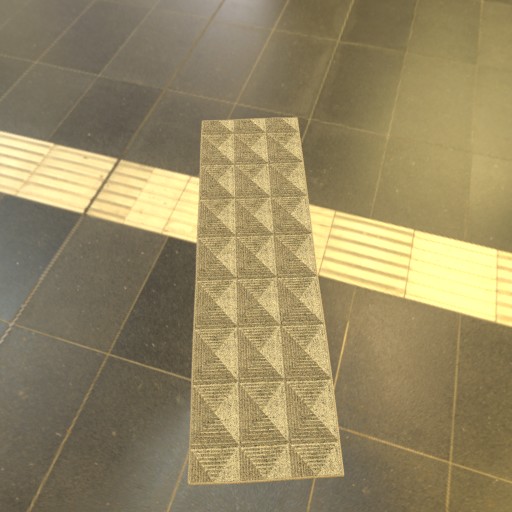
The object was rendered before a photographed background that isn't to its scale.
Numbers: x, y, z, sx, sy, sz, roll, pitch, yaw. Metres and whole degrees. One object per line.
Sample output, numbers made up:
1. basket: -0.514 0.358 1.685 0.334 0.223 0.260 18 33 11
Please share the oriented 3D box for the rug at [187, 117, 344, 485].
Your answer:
1. rug: 0.000 0.000 2.385 0.645 0.015 2.182 -2 57 -1
